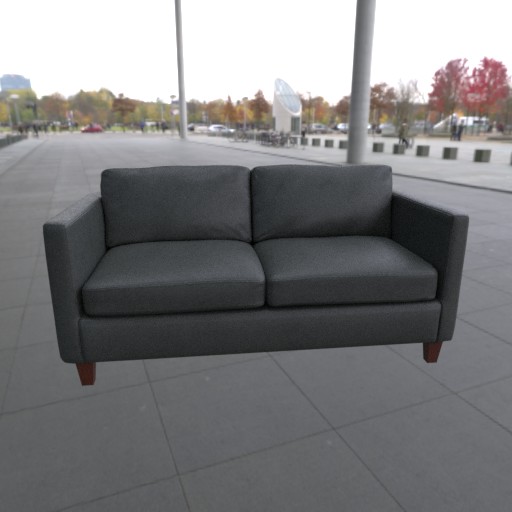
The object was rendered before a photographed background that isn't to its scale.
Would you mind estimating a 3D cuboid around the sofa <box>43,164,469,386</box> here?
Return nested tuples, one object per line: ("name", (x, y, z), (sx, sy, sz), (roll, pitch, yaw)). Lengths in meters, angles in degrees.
("sofa", (0.000, 0.000, 2.406), (1.883, 0.933, 0.951), (-2, 17, -7))
